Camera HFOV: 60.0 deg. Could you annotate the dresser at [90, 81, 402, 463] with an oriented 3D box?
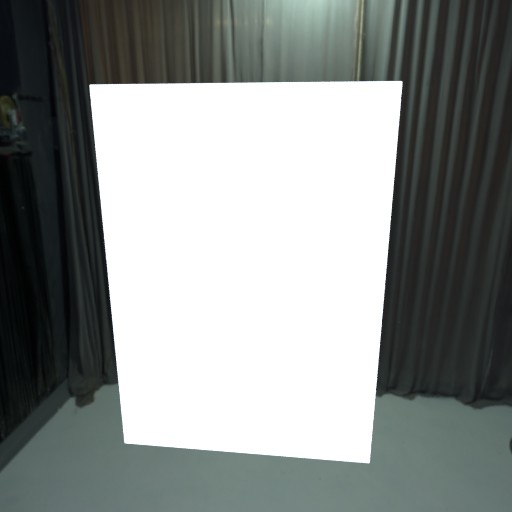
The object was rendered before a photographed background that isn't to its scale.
[{"bbox_3d":[0.000,0.000,0.810,0.400,0.560,0.360,2,16,6],"label":"dresser"}]
